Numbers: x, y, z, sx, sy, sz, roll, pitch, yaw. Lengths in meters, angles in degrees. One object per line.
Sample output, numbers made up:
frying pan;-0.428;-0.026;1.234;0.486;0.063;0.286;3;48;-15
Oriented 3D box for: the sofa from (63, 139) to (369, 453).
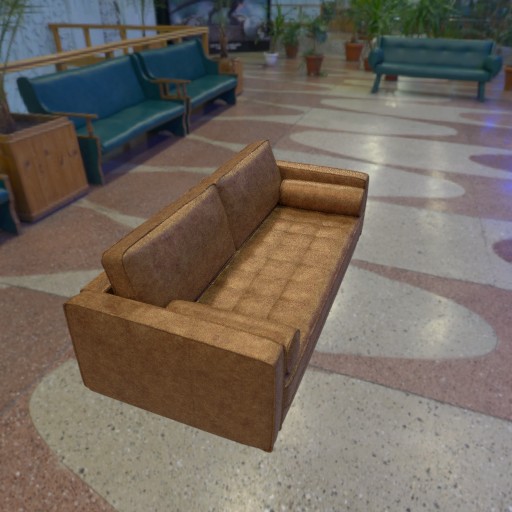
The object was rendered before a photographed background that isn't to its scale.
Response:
sofa;0.000;0.000;2.454;0.924;0.825;1.920;12;33;18
